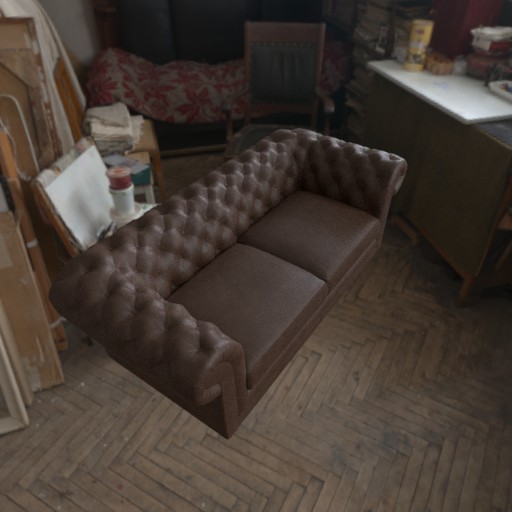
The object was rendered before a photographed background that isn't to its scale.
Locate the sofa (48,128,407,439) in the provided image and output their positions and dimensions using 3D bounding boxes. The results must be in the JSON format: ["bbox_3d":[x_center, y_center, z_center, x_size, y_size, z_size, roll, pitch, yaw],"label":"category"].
[{"bbox_3d":[0.000,0.000,2.552,0.955,0.784,2.048,24,45,26],"label":"sofa"}]
